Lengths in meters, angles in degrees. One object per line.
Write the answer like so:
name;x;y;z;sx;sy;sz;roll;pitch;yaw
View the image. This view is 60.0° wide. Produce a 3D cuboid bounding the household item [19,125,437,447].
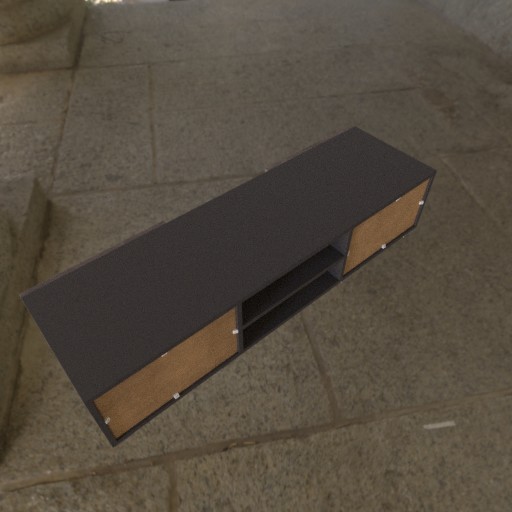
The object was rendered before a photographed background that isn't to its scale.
household item;0.000;0.000;1.561;1.400;0.310;0.420;-32;55;-26
